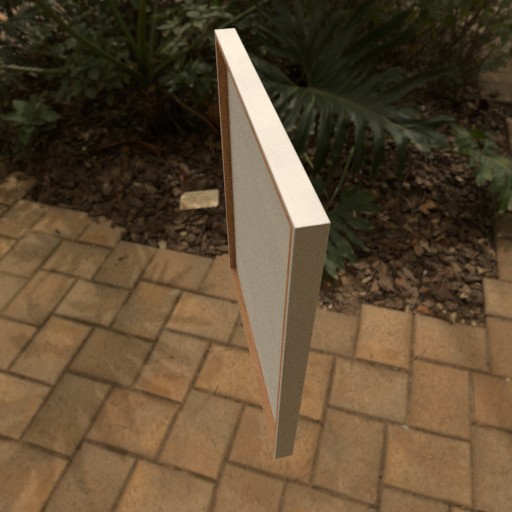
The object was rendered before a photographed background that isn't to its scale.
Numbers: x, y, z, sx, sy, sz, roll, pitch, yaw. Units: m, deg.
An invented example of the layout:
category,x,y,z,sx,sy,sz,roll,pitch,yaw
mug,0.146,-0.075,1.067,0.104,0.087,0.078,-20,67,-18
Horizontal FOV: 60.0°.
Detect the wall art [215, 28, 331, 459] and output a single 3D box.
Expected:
category,x,y,z,sx,sy,sz,roll,pitch,yaw
wall art,0.000,0.000,0.807,0.037,0.606,0.508,-9,47,-8
